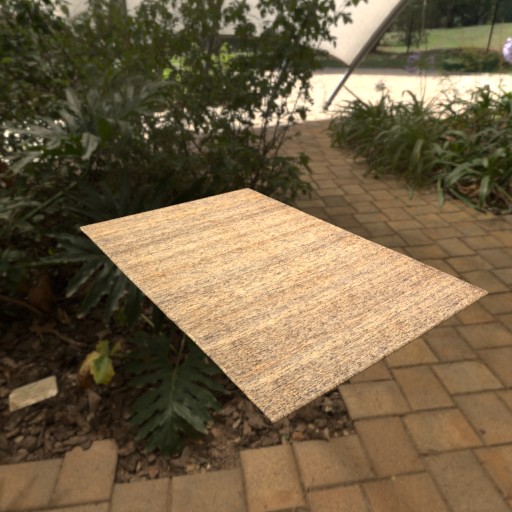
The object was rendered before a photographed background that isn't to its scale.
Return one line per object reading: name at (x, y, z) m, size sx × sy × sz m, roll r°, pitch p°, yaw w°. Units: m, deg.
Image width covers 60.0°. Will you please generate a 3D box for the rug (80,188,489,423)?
rug at (0.000, 0.000, 2.306) m, size 1.243 × 0.014 × 1.846 m, roll -19°, pitch 32°, yaw -32°
